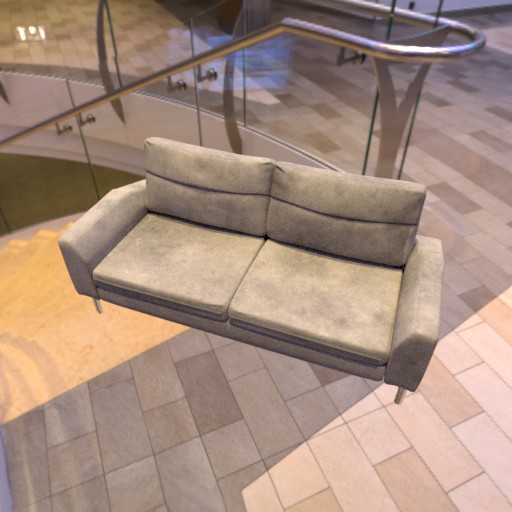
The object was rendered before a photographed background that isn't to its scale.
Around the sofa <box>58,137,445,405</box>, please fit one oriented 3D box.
[{"bbox_3d":[0.000,0.000,2.371,1.837,0.859,0.849,13,42,15],"label":"sofa"}]
